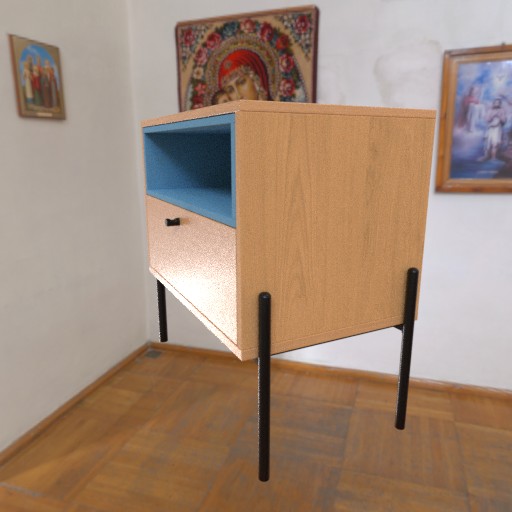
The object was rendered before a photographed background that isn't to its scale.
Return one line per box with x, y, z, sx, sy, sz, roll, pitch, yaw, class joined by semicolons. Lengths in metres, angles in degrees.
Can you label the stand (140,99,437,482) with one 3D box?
0.000;0.000;0.997;0.400;0.600;0.630;-7;15;-26;stand
